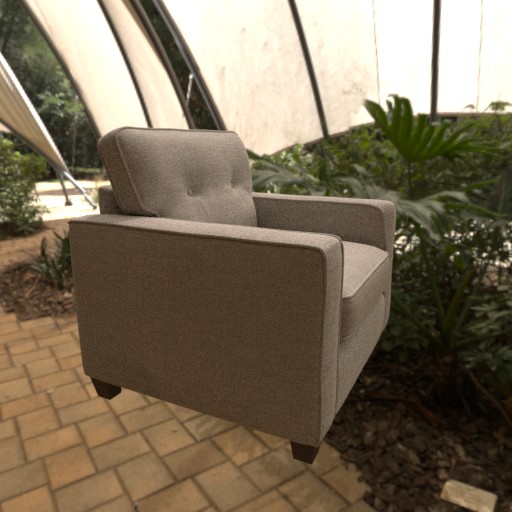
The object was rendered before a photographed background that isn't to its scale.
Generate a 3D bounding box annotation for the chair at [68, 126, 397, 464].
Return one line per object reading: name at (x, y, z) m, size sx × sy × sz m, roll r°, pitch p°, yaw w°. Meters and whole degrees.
chair at (0.000, 0.000, 1.735) m, size 0.939 × 0.965 × 1.015 m, roll 7°, pitch 16°, yaw 26°
